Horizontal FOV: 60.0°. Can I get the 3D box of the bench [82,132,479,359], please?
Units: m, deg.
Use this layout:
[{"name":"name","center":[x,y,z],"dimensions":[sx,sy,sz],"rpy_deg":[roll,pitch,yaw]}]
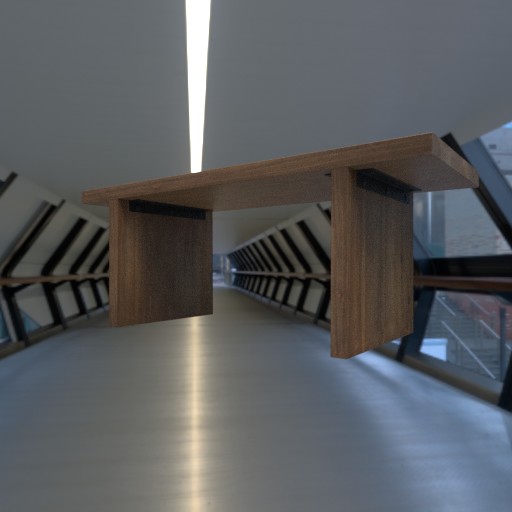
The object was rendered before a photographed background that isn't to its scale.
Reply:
[{"name":"bench","center":[0.000,0.000,1.383],"dimensions":[1.183,0.458,0.458],"rpy_deg":[-1,-1,36]}]
